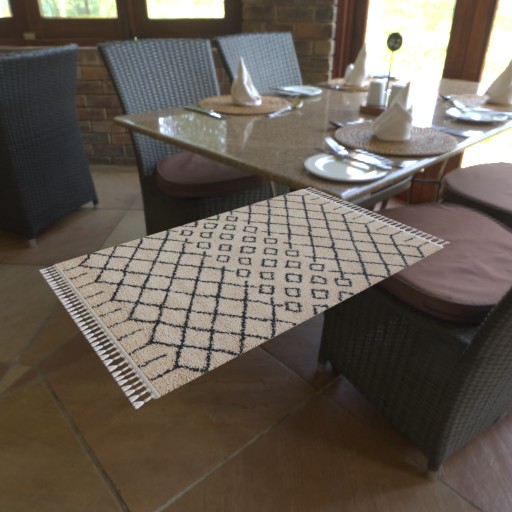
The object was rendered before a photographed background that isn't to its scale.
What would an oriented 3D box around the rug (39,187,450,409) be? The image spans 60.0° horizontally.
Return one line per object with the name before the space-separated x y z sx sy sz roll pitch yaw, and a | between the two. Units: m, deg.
rug | 0.000 0.000 2.488 2.006 0.008 1.196 -21 36 -33
